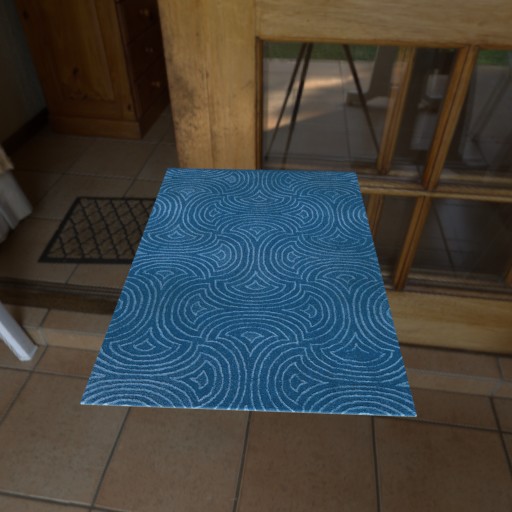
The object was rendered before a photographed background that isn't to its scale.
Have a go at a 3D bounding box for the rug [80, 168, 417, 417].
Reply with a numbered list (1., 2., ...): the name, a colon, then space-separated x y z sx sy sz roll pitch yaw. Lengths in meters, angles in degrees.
1. rug: 0.000 0.000 2.834 1.543 0.015 2.144 2 41 2
